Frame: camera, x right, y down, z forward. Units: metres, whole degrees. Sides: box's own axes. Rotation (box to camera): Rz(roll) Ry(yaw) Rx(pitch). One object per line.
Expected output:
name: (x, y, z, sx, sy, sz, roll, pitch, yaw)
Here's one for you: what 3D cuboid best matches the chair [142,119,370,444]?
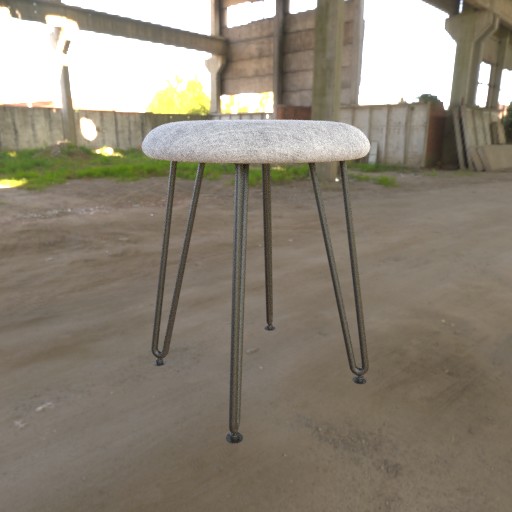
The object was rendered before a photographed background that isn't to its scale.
chair: (0.000, 0.000, 0.660, 0.350, 0.386, 0.350, 3, 16, 9)
